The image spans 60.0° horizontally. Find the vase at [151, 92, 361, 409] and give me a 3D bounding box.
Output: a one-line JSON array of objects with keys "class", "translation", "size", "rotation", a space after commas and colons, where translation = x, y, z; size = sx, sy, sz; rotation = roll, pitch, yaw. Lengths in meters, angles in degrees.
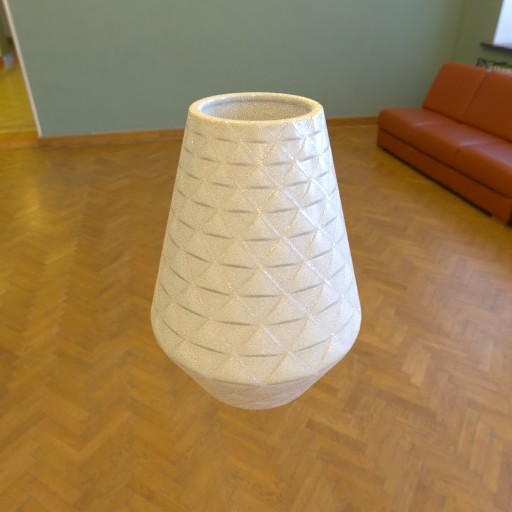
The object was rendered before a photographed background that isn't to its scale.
[{"class": "vase", "translation": [0.000, 0.000, 0.350], "size": [0.175, 0.230, 0.175], "rotation": [0, 31, 0]}]
